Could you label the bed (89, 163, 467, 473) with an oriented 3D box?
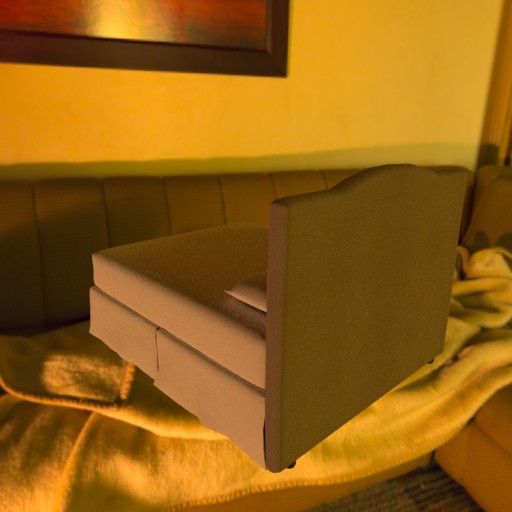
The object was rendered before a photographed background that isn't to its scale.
[{"bbox_3d":[0.000,0.000,3.183,1.744,1.441,2.128,-15,23,-40],"label":"bed"}]
